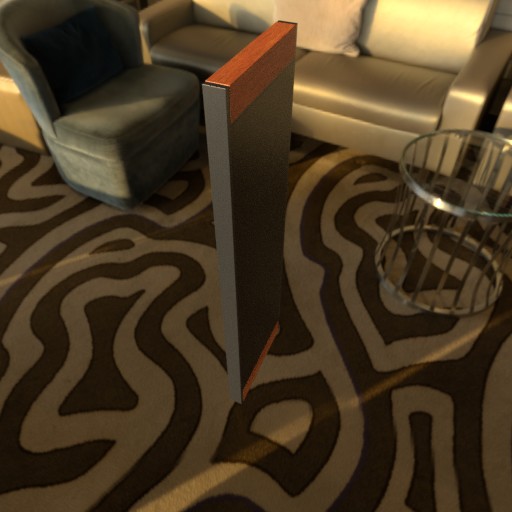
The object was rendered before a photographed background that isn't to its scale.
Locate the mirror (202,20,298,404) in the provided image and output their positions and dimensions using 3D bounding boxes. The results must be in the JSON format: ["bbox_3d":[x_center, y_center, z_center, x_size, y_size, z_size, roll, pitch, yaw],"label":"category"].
[{"bbox_3d":[0.000,0.000,1.244,0.047,1.123,0.343,18,48,17],"label":"mirror"}]
